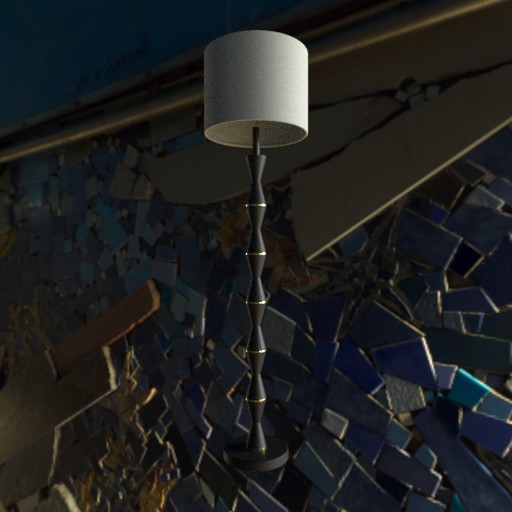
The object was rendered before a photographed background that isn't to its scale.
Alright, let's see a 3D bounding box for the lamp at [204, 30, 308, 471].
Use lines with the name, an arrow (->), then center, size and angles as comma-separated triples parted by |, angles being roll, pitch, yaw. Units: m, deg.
lamp -> 0.000, 0.000, 1.642 | 0.381, 1.480, 0.381 | 0, 0, -36
